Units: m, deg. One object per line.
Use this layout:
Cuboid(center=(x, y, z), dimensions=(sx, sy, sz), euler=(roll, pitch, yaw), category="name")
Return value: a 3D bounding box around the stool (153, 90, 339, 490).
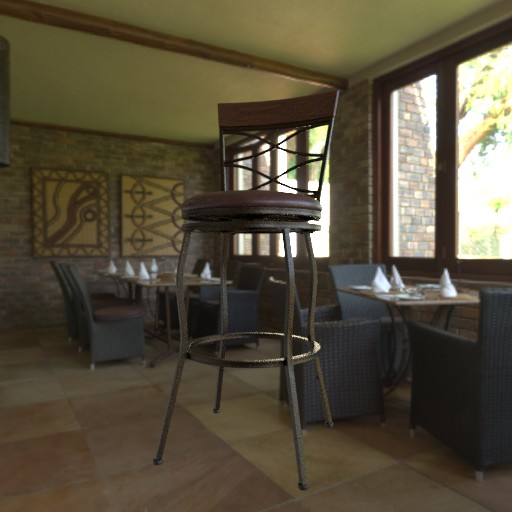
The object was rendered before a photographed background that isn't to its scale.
Cuboid(center=(0.000, 0.000, 1.374), dimensions=(0.448, 1.130, 0.513), euler=(0, 1, 18), category="stool")
